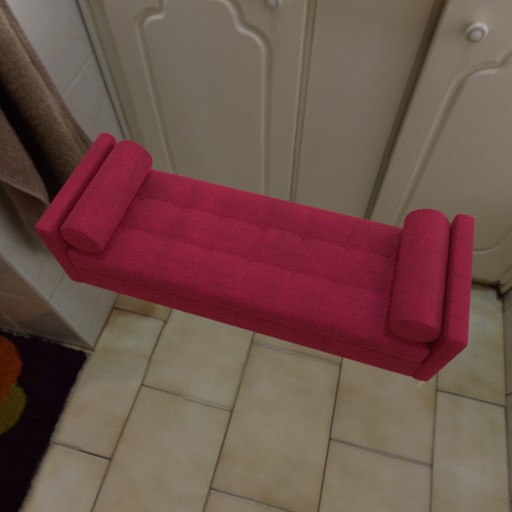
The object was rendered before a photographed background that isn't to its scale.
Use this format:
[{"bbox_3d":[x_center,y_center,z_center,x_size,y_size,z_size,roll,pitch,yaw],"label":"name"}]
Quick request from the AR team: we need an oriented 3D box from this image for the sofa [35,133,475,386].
[{"bbox_3d":[0.000,0.000,2.344,1.981,0.635,0.686,15,59,9],"label":"sofa"}]
